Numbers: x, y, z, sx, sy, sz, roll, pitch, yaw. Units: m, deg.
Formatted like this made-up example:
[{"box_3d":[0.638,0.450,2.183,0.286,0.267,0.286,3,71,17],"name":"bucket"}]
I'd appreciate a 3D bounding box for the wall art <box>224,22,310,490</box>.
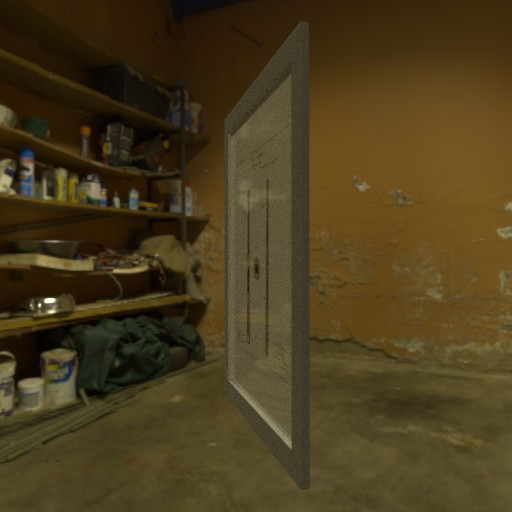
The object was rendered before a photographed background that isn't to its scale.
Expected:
[{"box_3d":[0.000,0.000,0.680,0.012,0.529,0.374,0,0,-17],"name":"wall art"}]
